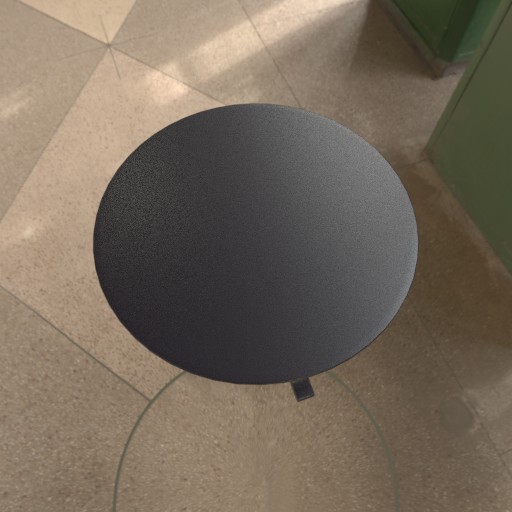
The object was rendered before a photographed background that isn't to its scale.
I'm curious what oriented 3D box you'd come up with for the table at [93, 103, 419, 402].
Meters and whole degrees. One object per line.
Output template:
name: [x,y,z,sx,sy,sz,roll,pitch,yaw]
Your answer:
table: [0.000,0.000,1.626,1.029,0.491,1.029,0,62,0]
